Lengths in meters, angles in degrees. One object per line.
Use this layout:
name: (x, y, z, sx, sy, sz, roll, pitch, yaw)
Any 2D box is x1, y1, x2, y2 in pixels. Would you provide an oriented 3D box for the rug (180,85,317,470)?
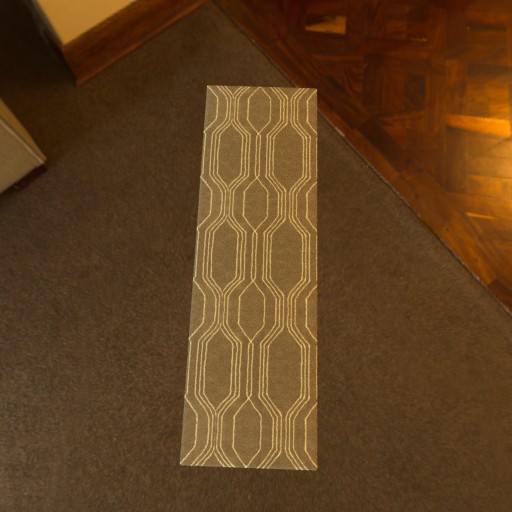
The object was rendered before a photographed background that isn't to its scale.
rug: (0.000, 0.000, 2.807, 0.773, 0.012, 2.464, 2, 75, 1)
